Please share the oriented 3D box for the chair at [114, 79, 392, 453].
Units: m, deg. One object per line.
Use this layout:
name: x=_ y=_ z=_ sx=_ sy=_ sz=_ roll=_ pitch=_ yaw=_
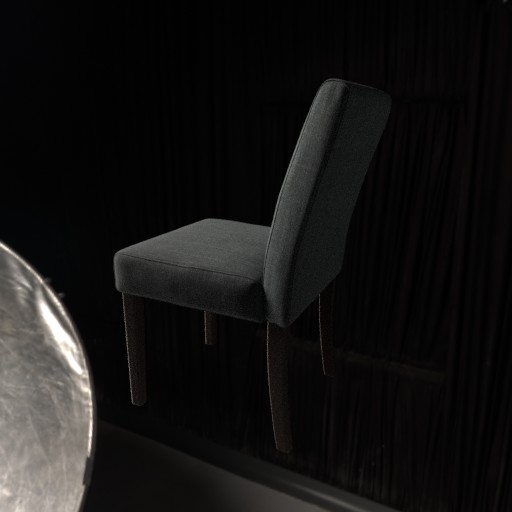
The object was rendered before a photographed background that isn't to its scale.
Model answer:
chair: x=0.000 y=0.000 z=1.248 sx=0.629 sy=0.884 sz=0.487 roll=8 pitch=19 yaw=25
